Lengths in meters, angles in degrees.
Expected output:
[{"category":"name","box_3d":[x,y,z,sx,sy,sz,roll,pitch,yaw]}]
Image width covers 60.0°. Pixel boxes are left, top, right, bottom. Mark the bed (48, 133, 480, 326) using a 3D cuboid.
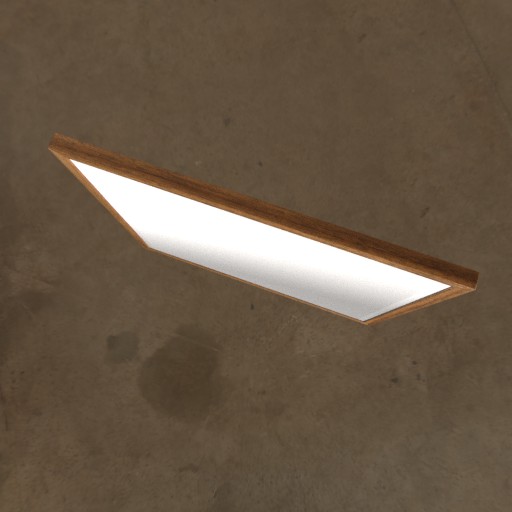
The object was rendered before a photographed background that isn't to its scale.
[{"category":"bed","box_3d":[0.000,0.000,1.478,1.041,0.940,0.043,19,77,4]}]
